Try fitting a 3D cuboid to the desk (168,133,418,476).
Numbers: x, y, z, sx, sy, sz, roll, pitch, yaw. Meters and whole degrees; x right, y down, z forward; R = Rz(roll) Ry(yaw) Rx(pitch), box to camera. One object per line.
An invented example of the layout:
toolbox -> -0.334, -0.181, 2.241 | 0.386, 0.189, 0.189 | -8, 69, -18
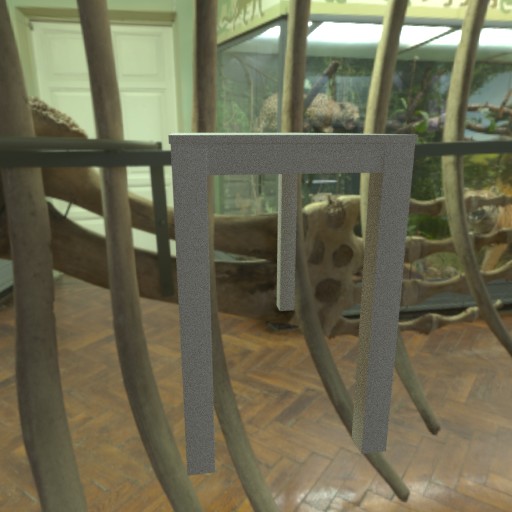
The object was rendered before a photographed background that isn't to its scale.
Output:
desk -> 0.000, 0.000, 1.430 | 0.497, 0.762, 0.990 | -3, 16, -9
